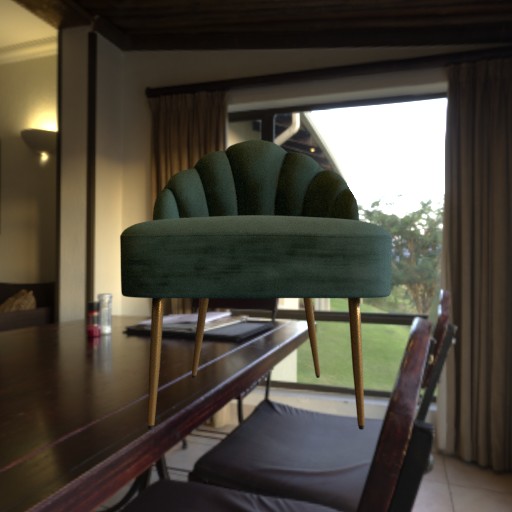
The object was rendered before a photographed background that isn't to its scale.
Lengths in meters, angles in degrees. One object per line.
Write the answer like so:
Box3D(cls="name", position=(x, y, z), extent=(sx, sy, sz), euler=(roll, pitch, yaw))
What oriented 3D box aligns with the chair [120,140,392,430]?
Box3D(cls="chair", position=(0.000, 0.000, 1.283), extent=(0.657, 0.819, 0.599), euler=(0, 0, 0))
